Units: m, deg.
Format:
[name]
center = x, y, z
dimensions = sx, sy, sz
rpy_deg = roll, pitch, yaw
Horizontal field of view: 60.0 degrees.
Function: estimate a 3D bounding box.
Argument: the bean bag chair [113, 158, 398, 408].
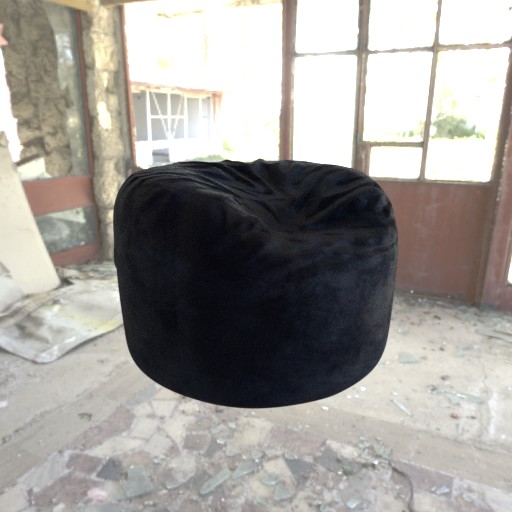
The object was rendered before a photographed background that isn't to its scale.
[bean bag chair]
center = 0.000, 0.000, 1.505
dimensions = 0.918, 0.616, 0.918
rpy_deg = 0, 17, 0
